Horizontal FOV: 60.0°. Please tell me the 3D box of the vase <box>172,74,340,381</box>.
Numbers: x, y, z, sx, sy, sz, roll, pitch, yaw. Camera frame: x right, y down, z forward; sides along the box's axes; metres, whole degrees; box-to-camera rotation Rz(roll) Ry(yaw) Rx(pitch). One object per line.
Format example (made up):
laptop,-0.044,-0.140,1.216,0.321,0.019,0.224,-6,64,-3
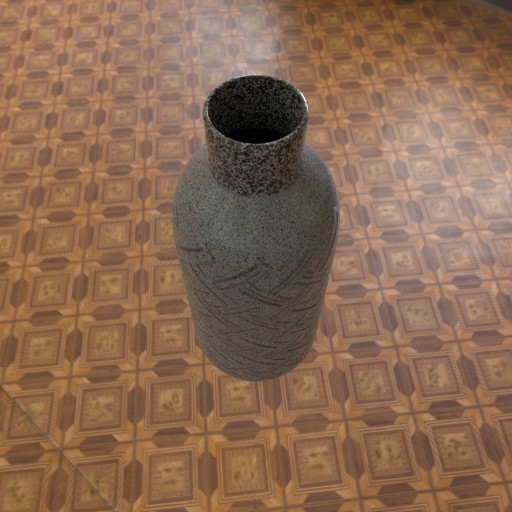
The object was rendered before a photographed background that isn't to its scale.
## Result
vase,0.000,0.000,0.334,0.122,0.282,0.122,0,60,0
